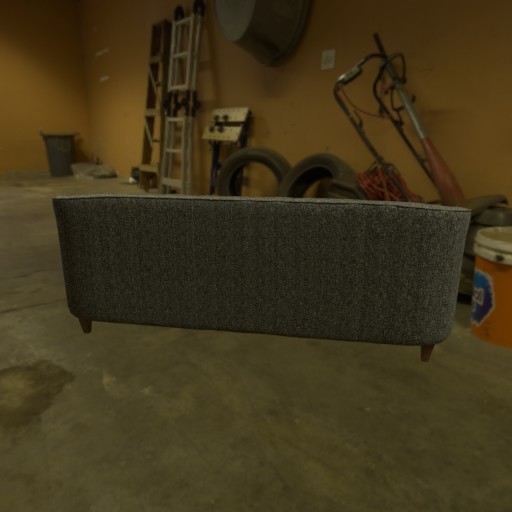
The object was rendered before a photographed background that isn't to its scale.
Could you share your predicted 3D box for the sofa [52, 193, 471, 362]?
[{"bbox_3d":[0.000,0.000,2.731,2.278,0.855,0.941,3,17,9],"label":"sofa"}]
